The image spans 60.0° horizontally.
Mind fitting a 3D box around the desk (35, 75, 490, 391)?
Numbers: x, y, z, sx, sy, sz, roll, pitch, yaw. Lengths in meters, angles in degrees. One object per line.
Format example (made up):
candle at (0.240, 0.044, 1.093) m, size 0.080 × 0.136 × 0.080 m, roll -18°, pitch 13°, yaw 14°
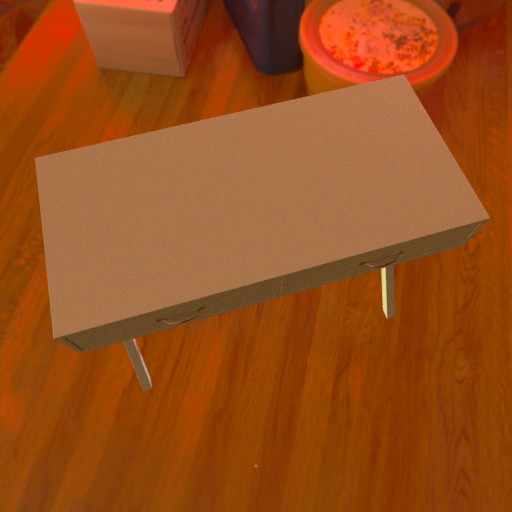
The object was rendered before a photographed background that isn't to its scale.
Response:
desk at (0.000, 0.000, 1.476) m, size 1.057 × 0.780 × 0.525 m, roll -15°, pitch 66°, yaw -7°
